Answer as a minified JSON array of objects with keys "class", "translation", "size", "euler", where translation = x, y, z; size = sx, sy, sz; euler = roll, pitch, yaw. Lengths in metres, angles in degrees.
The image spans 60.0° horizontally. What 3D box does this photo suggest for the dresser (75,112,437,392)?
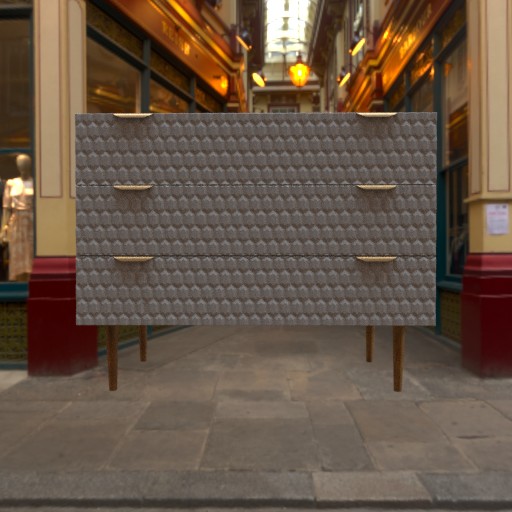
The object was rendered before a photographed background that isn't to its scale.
[{"class":"dresser","translation":[0.000,0.000,1.332],"size":[0.905,0.721,0.457],"euler":[0,1,1]}]
